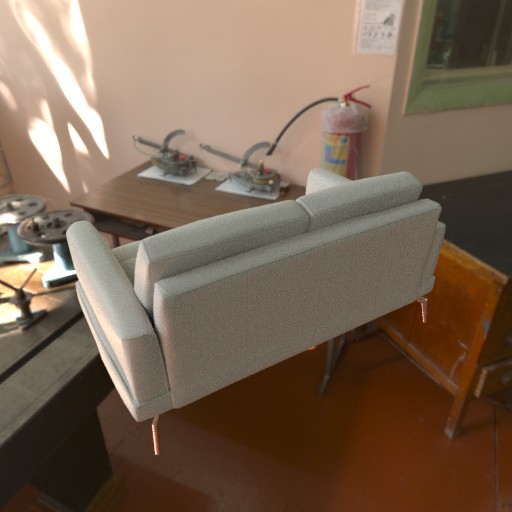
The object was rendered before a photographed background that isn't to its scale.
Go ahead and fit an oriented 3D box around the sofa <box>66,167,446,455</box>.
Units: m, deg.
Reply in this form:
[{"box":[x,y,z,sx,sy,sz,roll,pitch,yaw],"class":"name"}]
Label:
[{"box":[0.000,0.000,2.444,1.819,0.930,1.121,-17,35,-27],"class":"sofa"}]
